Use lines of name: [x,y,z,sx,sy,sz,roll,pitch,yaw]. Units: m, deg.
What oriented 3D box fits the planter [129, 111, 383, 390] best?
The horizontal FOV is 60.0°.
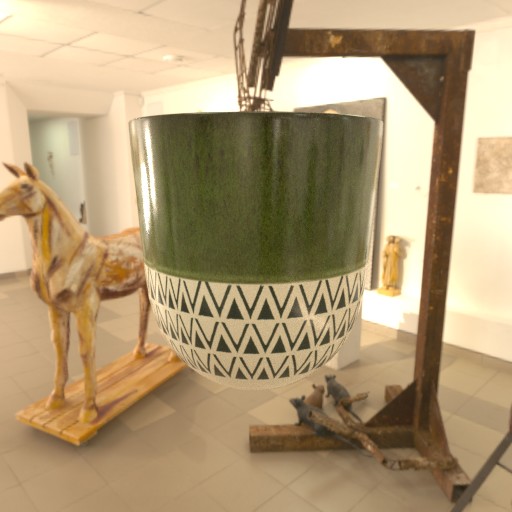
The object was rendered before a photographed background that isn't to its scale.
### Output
planter: [0.000,0.000,0.471,0.245,0.270,0.245,0,12,0]
